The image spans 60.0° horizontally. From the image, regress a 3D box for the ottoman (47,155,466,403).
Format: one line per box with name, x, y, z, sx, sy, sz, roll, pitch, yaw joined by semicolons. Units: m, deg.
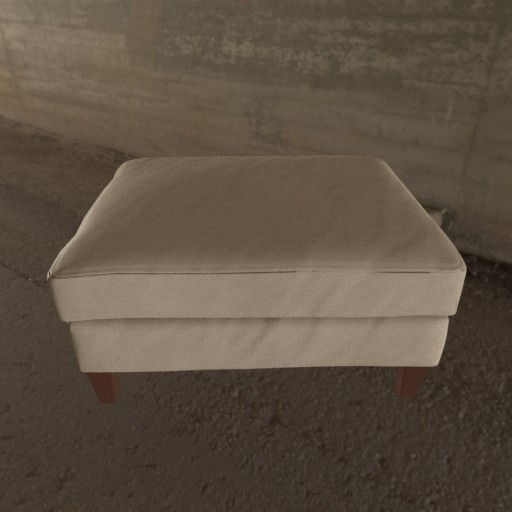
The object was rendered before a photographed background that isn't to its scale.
ottoman;0.000;0.000;1.457;1.002;0.492;0.836;-1;31;-1
